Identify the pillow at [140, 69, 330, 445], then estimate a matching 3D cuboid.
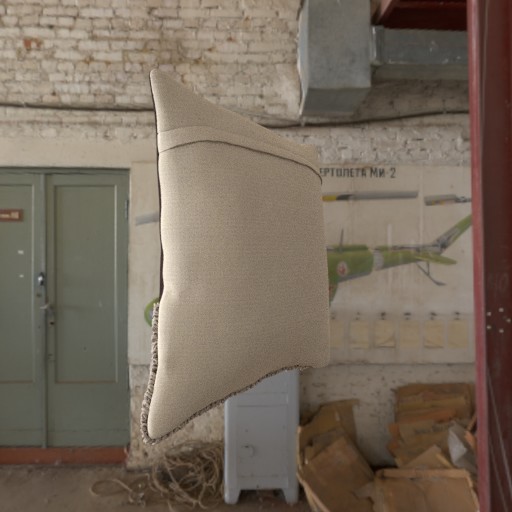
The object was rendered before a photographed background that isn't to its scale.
[{"bbox_3d":[0.000,0.000,0.738,0.178,0.473,0.475,0,-1,34],"label":"pillow"}]
